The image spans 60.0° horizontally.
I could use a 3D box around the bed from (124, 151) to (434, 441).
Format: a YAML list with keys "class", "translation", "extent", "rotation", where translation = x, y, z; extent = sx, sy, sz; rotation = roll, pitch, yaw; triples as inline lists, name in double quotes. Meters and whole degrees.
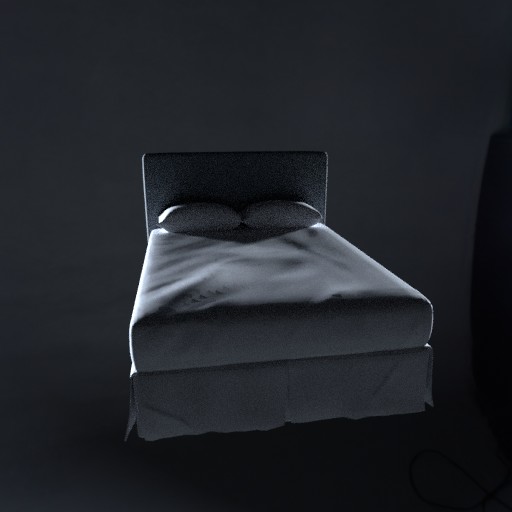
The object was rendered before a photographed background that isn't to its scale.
- class: "bed"
  translation: [0.000, 0.000, 3.177]
  extent: [1.713, 1.330, 2.142]
  rotation: [-3, 17, -9]
